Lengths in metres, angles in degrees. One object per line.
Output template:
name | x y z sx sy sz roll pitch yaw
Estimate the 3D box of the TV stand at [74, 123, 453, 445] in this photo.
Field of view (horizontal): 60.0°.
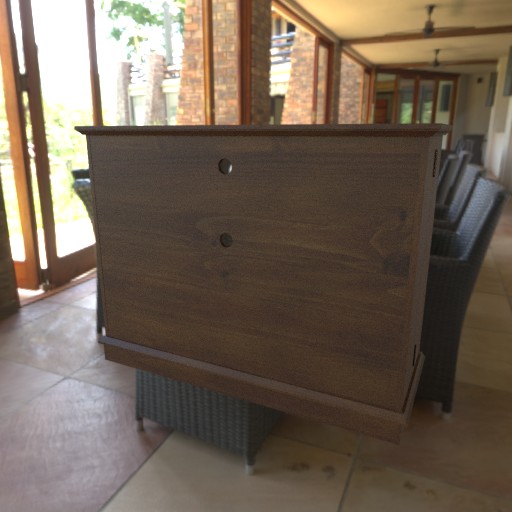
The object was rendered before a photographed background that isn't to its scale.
TV stand | 0.000 0.000 1.442 1.067 0.813 0.406 8 17 25
